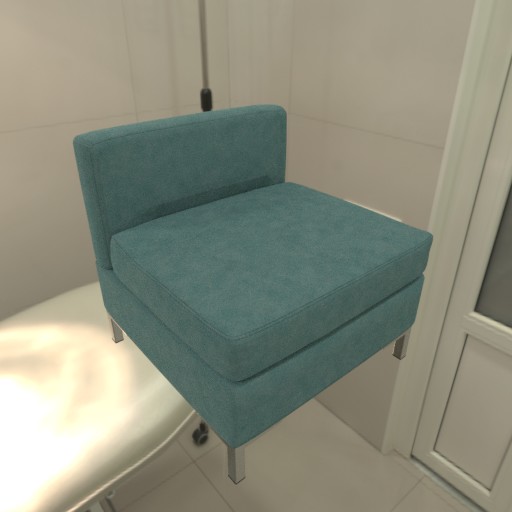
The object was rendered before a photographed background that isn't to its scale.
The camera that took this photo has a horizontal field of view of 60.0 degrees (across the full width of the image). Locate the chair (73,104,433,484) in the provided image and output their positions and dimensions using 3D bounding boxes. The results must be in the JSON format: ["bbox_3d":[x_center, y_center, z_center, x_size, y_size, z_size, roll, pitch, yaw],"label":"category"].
[{"bbox_3d":[0.000,0.000,1.213,0.684,0.660,0.685,-22,36,-34],"label":"chair"}]
